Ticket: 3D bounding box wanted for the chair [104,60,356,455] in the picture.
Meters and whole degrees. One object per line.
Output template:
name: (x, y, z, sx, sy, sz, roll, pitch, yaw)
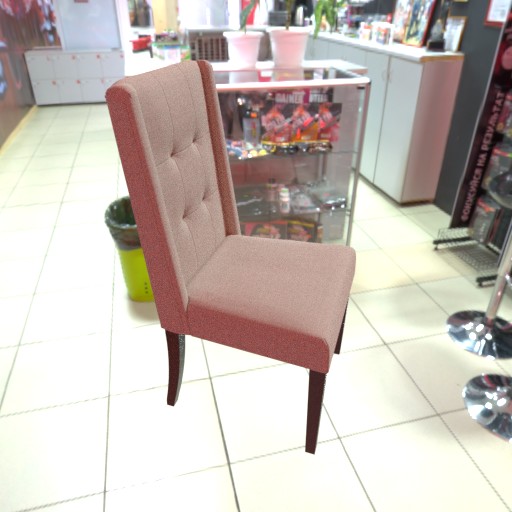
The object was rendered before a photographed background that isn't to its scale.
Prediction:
chair: (0.000, 0.000, 1.248, 0.523, 0.961, 0.474, 10, 32, 16)
